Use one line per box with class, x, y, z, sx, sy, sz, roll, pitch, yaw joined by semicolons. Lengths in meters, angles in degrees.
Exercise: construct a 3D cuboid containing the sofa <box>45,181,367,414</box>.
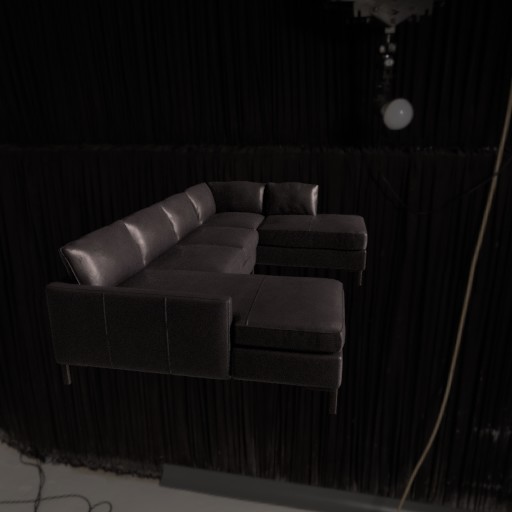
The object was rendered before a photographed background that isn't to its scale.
sofa;0.000;0.000;3.799;1.939;0.900;2.956;3;17;10
